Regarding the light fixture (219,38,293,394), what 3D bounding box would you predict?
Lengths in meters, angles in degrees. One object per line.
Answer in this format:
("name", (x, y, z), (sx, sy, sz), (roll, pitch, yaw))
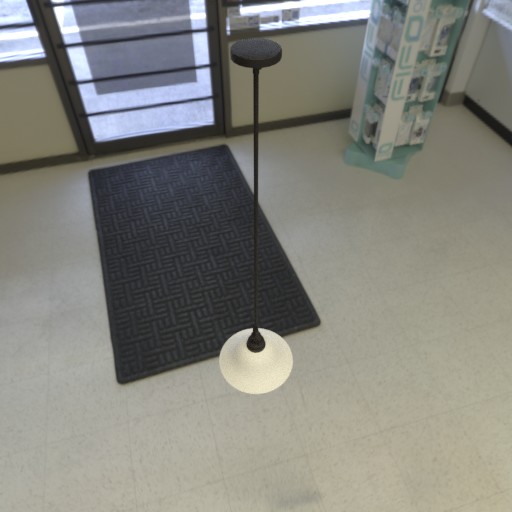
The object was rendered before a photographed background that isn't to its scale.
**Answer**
("light fixture", (0.000, 0.000, 1.460), (0.324, 1.337, 0.324), (-10, 48, -9))
